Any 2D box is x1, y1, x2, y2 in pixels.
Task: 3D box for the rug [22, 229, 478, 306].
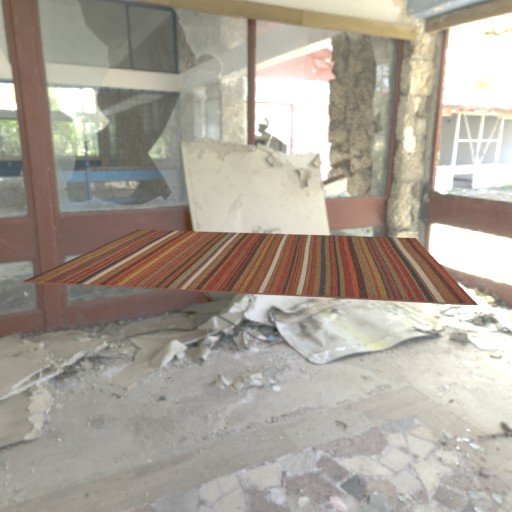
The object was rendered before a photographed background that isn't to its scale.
[{"bbox_3d":[0.000,0.000,2.322,1.828,0.007,1.217,2,14,9],"label":"rug"}]
